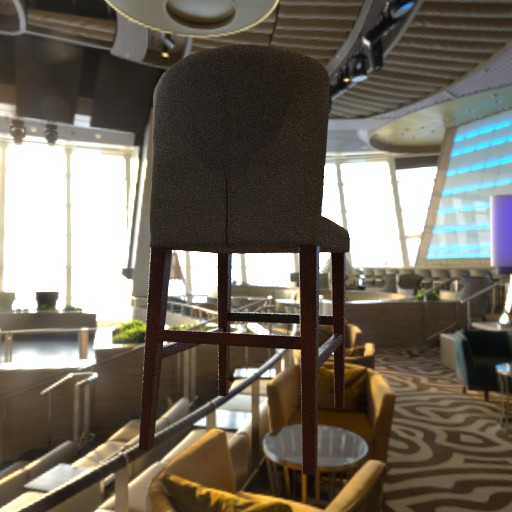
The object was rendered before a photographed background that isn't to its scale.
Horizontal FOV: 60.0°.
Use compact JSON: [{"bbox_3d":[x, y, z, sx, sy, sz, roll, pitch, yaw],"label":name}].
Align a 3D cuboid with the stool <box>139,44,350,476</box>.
[{"bbox_3d":[0.000,0.000,1.282,0.479,0.968,0.568,-1,-2,19],"label":"stool"}]
